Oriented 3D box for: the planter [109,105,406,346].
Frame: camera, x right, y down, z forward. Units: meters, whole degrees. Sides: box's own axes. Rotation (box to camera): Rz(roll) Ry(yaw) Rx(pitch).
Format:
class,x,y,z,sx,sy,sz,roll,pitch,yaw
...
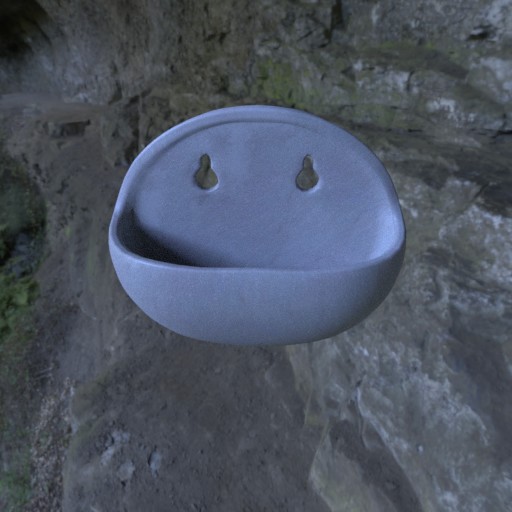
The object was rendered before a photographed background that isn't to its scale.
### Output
class,x,y,z,sx,sy,sz,roll,pitch,yaw
planter,0.000,0.000,0.271,0.190,0.164,0.073,1,31,1
